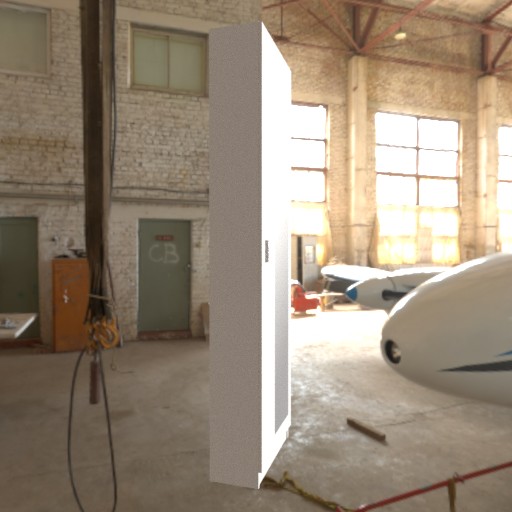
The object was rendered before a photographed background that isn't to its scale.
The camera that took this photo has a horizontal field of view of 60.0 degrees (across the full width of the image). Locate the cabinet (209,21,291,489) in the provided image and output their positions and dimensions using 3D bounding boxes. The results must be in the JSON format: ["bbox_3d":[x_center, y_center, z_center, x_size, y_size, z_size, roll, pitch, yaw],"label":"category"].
[{"bbox_3d":[0.000,0.000,1.960,0.230,1.790,0.500,0,1,17],"label":"cabinet"}]
